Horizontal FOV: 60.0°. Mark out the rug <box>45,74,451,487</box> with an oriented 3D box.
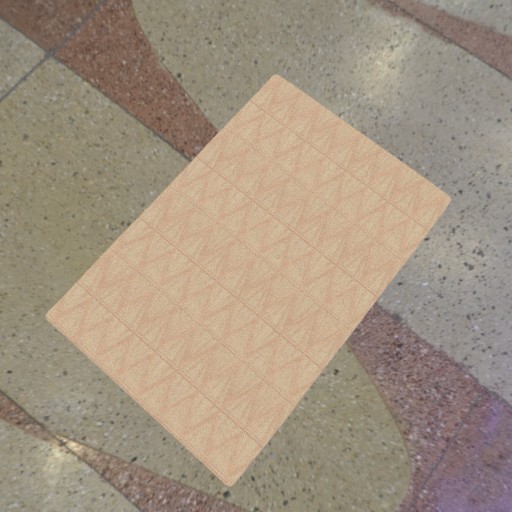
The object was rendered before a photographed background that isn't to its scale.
[{"bbox_3d":[0.000,0.000,2.980,1.609,0.015,2.390,39,79,9],"label":"rug"}]
